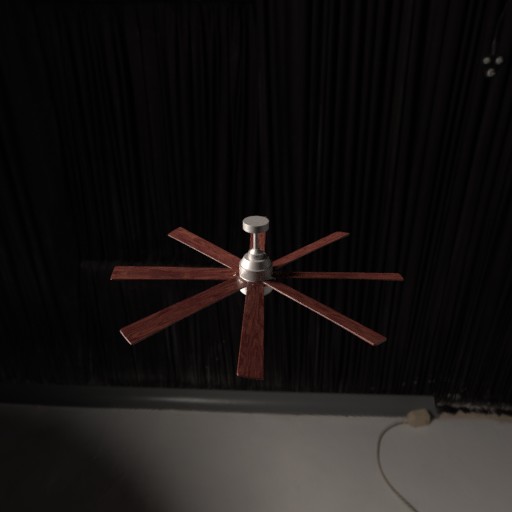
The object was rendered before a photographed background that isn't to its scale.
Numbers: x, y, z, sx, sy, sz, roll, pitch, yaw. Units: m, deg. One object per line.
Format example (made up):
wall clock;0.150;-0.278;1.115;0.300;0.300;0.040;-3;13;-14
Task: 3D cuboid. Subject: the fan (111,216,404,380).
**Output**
fan;0.000;0.000;2.745;1.830;0.472;1.830;1;28;1
